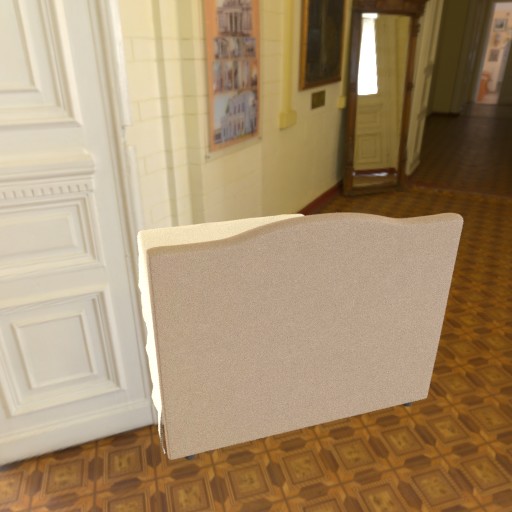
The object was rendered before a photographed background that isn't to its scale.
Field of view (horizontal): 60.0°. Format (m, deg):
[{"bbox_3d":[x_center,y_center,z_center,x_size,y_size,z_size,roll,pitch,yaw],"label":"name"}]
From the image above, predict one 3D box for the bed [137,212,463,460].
[{"bbox_3d":[0.000,0.000,3.447,1.821,1.436,2.282,-7,26,-15],"label":"bed"}]
